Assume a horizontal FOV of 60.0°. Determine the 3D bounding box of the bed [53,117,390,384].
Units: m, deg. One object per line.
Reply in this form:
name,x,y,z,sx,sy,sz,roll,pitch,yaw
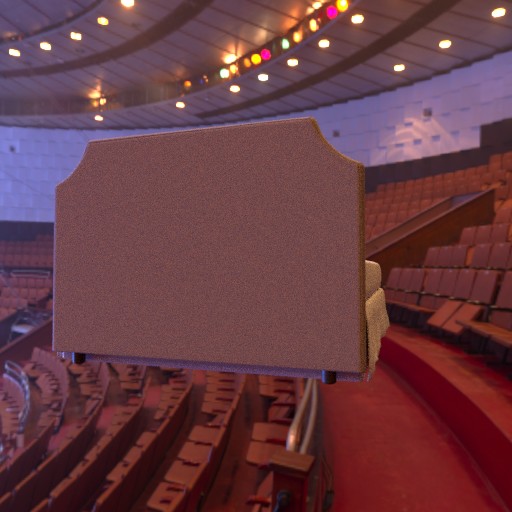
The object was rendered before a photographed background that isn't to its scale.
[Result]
bed,0.000,0.000,4.180,2.350,1.590,2.773,-1,-2,18
